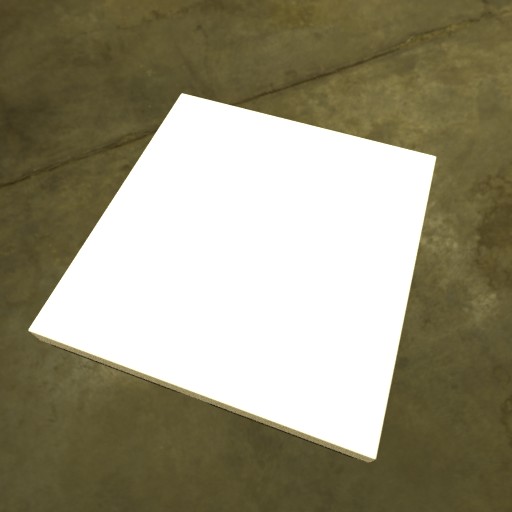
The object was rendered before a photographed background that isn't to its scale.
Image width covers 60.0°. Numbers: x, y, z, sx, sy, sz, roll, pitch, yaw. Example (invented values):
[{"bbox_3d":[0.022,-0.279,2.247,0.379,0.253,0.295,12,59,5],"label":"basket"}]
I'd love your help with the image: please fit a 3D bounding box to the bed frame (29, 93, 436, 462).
[{"bbox_3d":[0.000,0.000,2.985,1.930,0.559,2.032,17,61,10],"label":"bed frame"}]
